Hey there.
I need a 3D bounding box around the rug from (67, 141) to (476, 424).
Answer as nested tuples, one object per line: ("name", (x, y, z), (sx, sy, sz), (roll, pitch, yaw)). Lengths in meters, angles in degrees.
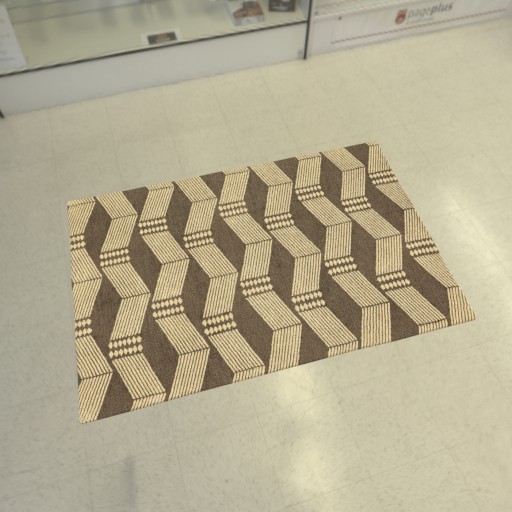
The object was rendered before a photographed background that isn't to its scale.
("rug", (0.000, 0.000, 2.262), (1.833, 0.016, 1.210), (-13, 59, -8))
